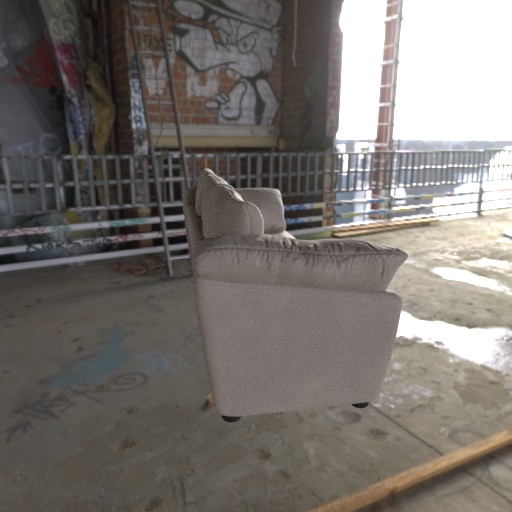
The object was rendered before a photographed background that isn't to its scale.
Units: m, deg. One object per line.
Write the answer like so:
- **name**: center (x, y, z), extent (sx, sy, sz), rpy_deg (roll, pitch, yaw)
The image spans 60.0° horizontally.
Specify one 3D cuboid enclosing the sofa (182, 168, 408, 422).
- **sofa**: center (0.000, 0.000, 2.854), extent (0.878, 0.996, 2.334), rpy_deg (-3, 15, -10)
